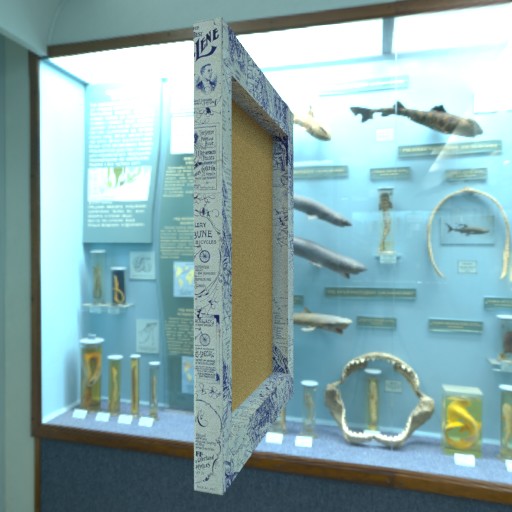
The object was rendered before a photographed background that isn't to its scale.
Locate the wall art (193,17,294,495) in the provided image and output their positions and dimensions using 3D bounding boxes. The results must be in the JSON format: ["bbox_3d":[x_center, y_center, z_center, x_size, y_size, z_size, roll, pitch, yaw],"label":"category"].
[{"bbox_3d":[0.000,0.000,0.473,0.025,0.376,0.255,0,1,17],"label":"wall art"}]
